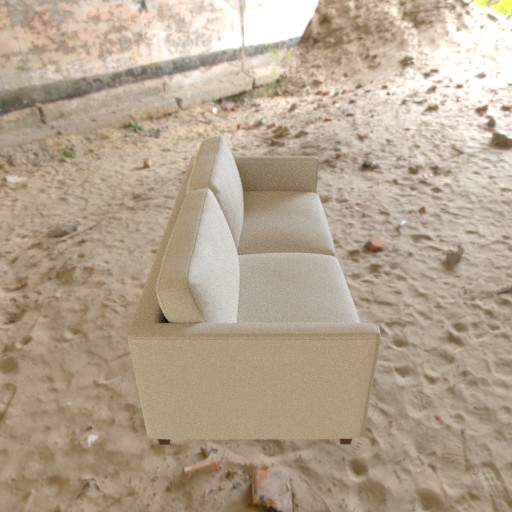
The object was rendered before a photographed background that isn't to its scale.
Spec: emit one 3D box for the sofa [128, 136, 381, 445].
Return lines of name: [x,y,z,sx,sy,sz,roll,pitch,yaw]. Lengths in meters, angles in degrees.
sofa: [0.000,0.000,2.555,0.965,0.889,1.981,0,32,0]
